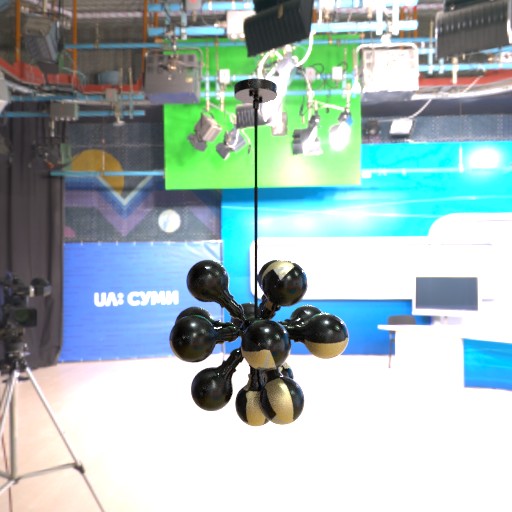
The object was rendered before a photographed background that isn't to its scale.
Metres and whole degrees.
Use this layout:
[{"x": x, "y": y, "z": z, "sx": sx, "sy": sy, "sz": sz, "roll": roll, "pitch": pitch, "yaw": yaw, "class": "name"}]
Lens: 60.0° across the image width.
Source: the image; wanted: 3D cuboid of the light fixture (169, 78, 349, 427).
[{"x": 0.000, "y": 0.000, "z": 1.125, "sx": 0.468, "sy": 0.859, "sz": 0.420, "roll": 0, "pitch": 0, "yaw": -37, "class": "light fixture"}]
